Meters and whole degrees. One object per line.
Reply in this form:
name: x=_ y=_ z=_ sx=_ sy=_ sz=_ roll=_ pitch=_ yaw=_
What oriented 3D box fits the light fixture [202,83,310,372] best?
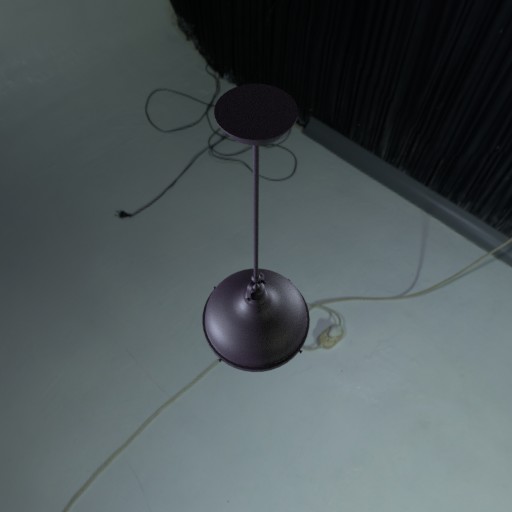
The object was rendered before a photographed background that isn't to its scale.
light fixture: x=0.000 y=0.000 z=1.047 sx=0.341 sy=0.849 sz=0.341 roll=34 pitch=64 yaw=19
